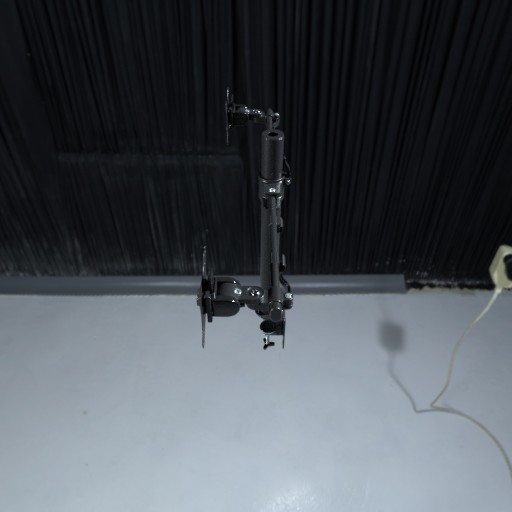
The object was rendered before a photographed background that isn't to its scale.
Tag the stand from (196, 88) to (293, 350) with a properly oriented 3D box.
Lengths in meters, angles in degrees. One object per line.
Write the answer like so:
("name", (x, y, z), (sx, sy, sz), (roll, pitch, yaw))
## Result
("stand", (0.000, 0.000, 1.022), (0.150, 0.603, 0.743), (0, 41, 0))
